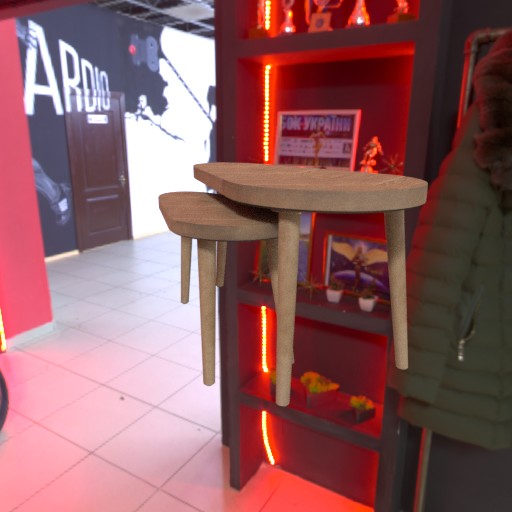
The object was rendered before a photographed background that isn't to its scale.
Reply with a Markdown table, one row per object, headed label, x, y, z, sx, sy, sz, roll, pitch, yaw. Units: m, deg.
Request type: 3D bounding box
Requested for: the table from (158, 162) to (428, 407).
| label | x | y | z | sx | sy | sz | roll | pitch | yaw |
| --- | --- | --- | --- | --- | --- | --- | --- | --- | --- |
| table | 0.000 | 0.000 | 1.599 | 0.701 | 0.595 | 1.190 | -8 | 17 | -26 |
